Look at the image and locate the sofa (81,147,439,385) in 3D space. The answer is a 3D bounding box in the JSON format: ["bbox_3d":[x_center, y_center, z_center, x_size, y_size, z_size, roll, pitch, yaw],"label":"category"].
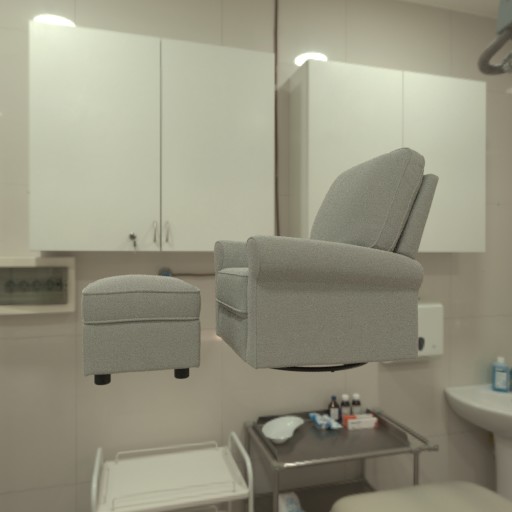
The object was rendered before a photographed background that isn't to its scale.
[{"bbox_3d":[0.000,0.000,2.052,1.478,0.959,0.880,0,0,-16],"label":"sofa"}]
